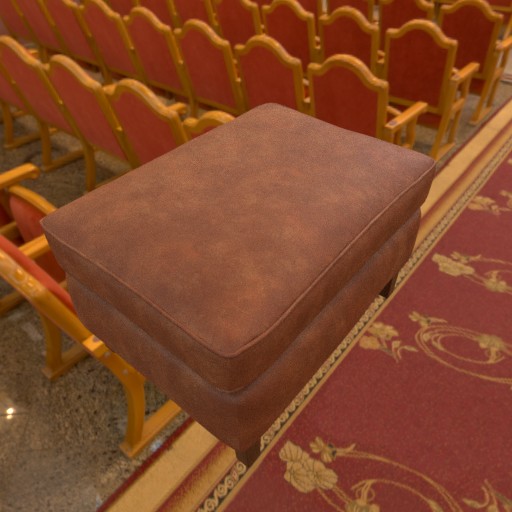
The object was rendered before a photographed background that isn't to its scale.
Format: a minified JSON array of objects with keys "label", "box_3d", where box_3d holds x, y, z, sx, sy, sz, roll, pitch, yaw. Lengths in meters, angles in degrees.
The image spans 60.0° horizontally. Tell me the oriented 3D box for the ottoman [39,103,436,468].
[{"label":"ottoman","box_3d":[0.000,0.000,0.958,0.501,0.418,0.665,29,50,28]}]
